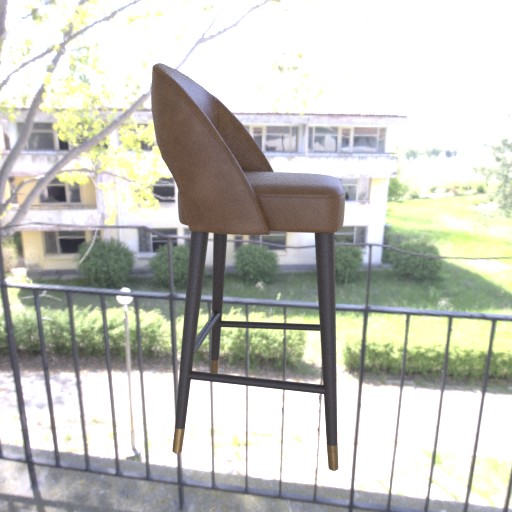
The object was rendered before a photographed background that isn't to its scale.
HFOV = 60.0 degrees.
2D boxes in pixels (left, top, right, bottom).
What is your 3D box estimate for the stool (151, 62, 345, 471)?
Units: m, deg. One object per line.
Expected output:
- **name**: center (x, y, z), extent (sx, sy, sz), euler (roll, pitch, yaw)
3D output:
- **stool**: center (0.000, 0.000, 1.286), extent (0.509, 1.037, 0.494), euler (2, 15, 9)
